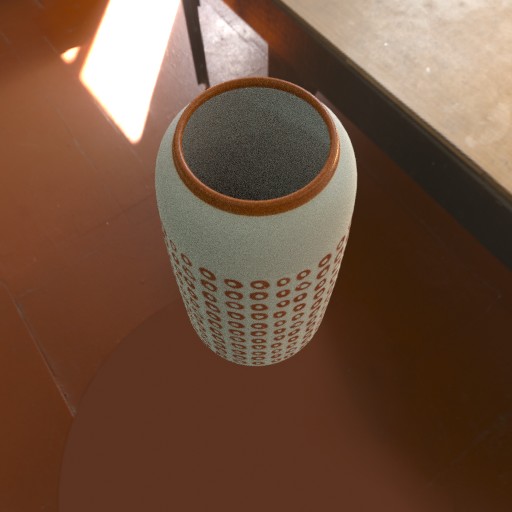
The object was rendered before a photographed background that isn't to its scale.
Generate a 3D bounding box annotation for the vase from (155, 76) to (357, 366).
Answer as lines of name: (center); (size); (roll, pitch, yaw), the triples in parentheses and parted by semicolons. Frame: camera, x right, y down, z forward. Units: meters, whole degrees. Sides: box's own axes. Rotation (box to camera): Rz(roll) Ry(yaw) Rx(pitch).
vase: (0.000, 0.000, 0.347); (0.133, 0.282, 0.133); (0, 65, 0)
